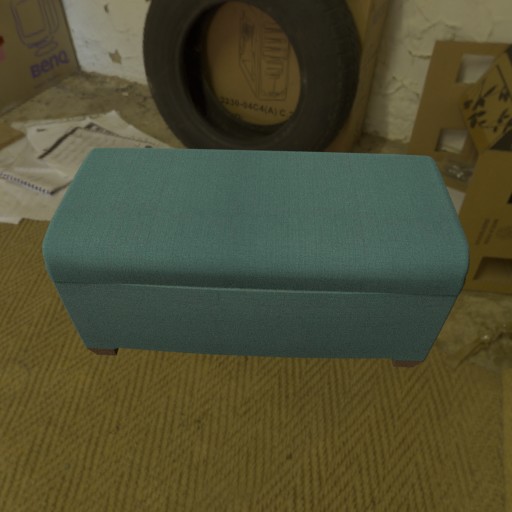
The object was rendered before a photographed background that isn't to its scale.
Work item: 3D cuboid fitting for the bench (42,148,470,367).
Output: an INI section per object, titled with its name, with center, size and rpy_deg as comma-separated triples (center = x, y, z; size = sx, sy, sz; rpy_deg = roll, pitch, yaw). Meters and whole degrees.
[bench]
center = 0.000, 0.000, 1.278
size = 0.995, 0.474, 0.476
rpy_deg = 2, 46, 2
